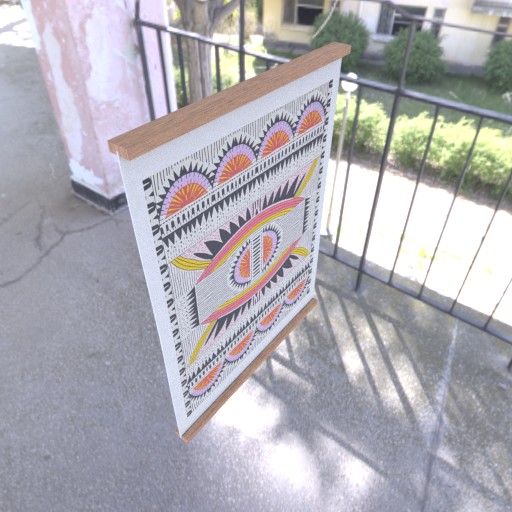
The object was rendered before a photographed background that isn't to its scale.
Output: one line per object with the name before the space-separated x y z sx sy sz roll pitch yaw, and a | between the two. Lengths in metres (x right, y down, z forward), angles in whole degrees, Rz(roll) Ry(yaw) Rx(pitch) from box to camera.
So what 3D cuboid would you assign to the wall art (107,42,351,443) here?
wall art | 0.000 0.000 0.683 0.028 0.527 0.403 27 47 28
